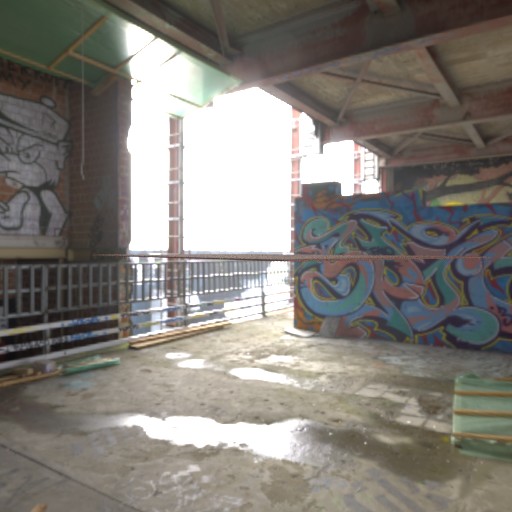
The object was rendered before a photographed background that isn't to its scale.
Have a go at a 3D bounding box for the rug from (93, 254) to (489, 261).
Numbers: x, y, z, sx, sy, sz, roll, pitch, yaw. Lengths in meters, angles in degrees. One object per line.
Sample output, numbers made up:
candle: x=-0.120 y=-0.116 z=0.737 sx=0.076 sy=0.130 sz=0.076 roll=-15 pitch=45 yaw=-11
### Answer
rug: x=0.000 y=0.000 z=3.048 sx=1.523 sy=0.008 sz=2.438 roll=0 pitch=1 yaw=-36
